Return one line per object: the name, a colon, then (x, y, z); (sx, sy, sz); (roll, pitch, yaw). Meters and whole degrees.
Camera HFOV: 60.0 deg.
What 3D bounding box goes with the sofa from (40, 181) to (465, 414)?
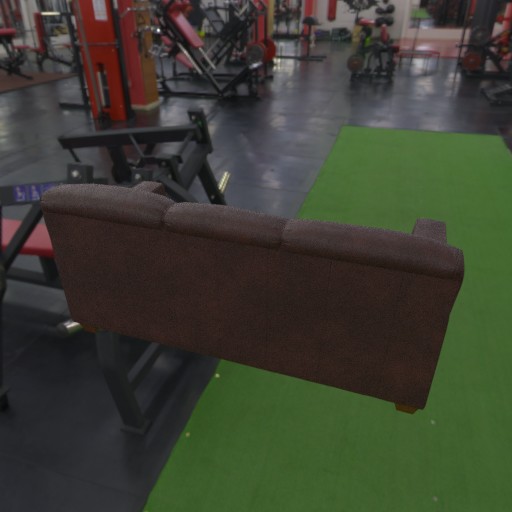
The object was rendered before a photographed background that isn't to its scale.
sofa: (0.000, 0.000, 2.553); (2.039, 0.953, 1.008); (10, 32, 17)
